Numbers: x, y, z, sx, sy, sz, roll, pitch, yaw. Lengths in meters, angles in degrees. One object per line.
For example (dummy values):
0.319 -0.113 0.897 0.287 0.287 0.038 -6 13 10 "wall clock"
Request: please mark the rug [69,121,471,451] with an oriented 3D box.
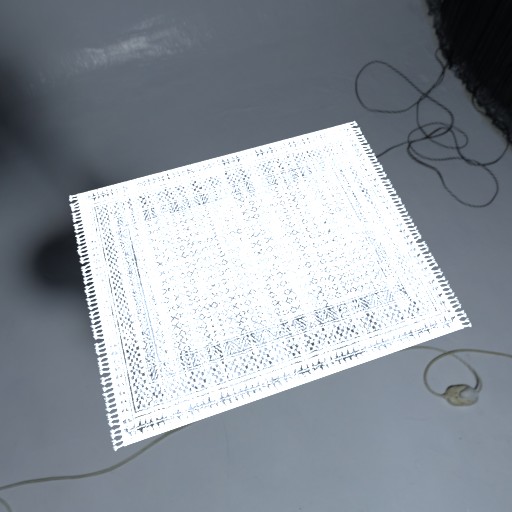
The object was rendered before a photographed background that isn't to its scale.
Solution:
0.000 0.000 3.860 2.940 0.013 2.312 -17 65 -8 "rug"
